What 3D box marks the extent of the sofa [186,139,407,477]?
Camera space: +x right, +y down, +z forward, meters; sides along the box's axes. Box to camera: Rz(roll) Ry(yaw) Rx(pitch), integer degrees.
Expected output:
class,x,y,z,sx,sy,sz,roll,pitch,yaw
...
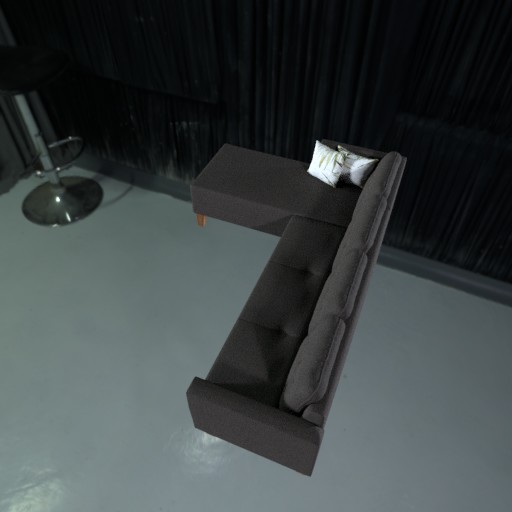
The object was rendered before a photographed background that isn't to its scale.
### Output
class,x,y,z,sx,sy,sz,roll,pitch,yaw
sofa,0.000,0.000,3.570,1.829,0.932,2.679,17,49,15
